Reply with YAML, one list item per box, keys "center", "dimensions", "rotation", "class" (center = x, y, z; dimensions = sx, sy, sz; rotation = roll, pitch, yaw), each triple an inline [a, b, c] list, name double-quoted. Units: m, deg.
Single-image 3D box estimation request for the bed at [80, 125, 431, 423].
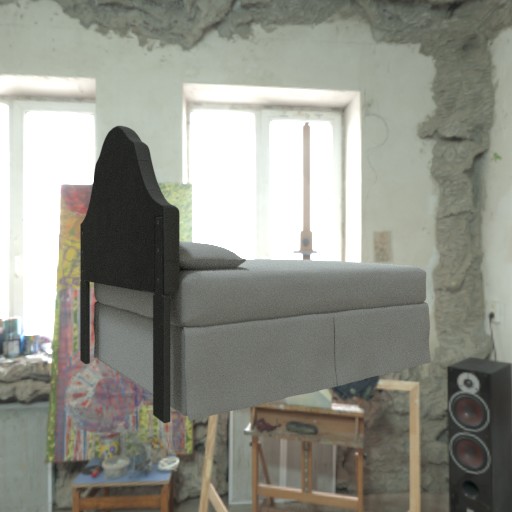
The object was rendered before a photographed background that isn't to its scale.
- center: [0.000, 0.000, 3.330]
  dimensions: [2.155, 1.575, 1.636]
  rotation: [0, 0, -36]
  class: "bed"
